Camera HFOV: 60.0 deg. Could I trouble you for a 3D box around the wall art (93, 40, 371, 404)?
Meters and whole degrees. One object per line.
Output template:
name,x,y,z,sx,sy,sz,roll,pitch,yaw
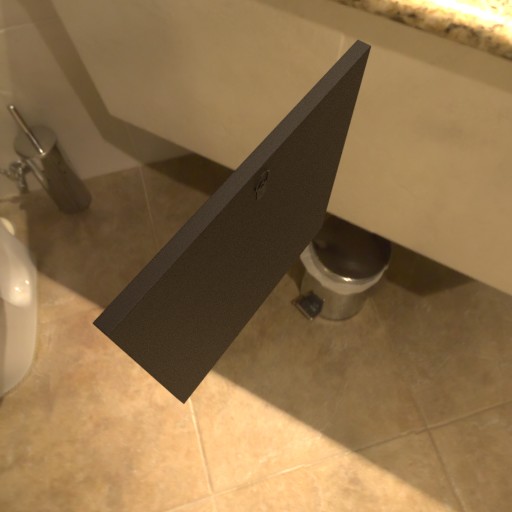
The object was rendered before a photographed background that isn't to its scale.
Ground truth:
wall art,0.000,0.000,1.192,0.043,0.807,0.805,34,69,15
